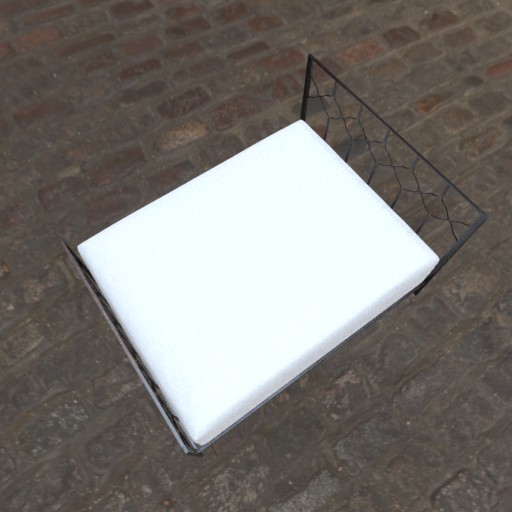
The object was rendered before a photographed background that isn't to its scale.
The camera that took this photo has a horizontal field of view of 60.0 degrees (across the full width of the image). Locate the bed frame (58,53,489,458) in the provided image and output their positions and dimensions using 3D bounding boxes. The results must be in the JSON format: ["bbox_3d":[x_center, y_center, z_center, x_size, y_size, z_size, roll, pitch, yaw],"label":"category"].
[{"bbox_3d":[0.000,0.000,3.047,2.063,1.222,1.597,-33,69,-15],"label":"bed frame"}]
